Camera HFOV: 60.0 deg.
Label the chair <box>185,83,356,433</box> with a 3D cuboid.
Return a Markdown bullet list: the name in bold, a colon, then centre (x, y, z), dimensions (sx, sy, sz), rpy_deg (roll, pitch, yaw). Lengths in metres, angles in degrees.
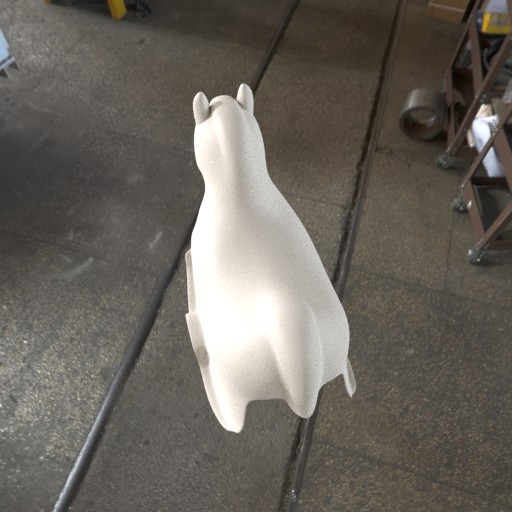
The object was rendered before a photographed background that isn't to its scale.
- **chair**: centre (0.000, 0.000, 1.127), dimensions (0.429, 0.612, 0.800), rpy_deg (-14, 60, -9)
